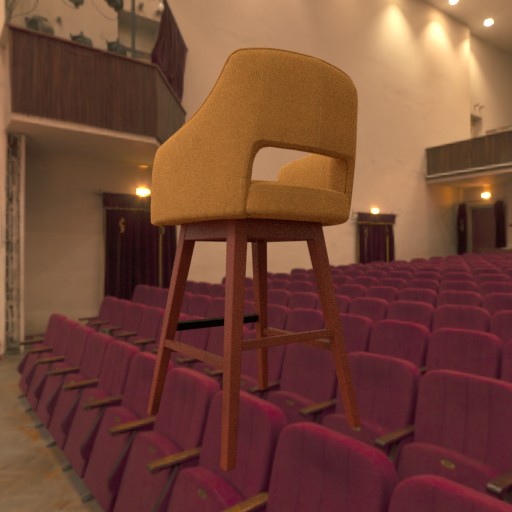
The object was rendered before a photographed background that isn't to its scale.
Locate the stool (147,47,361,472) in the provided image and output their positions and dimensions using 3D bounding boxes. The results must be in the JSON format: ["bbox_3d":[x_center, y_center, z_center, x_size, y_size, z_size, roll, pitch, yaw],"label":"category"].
[{"bbox_3d":[0.000,0.000,1.342,0.548,1.012,0.558,0,0,-36],"label":"stool"}]
